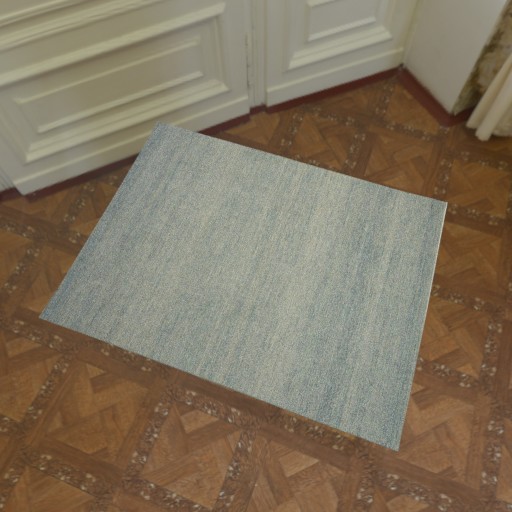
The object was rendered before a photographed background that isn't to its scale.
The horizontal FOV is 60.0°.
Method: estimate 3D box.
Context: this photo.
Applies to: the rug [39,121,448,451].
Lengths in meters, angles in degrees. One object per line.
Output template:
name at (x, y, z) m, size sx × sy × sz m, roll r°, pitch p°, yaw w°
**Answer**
rug at (0.000, 0.000, 4.195) m, size 3.237 × 0.046 × 2.461 m, roll 18°, pitch 64°, yaw 9°
